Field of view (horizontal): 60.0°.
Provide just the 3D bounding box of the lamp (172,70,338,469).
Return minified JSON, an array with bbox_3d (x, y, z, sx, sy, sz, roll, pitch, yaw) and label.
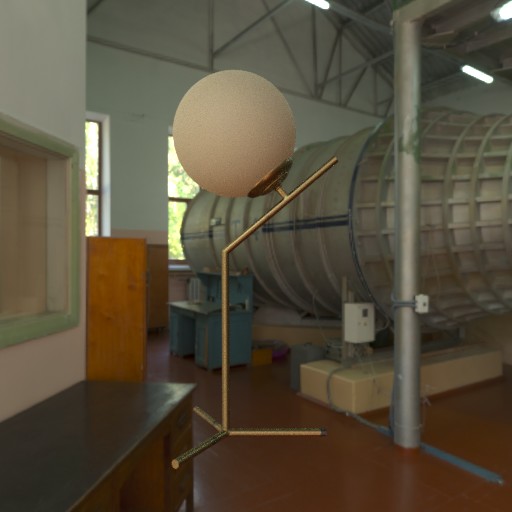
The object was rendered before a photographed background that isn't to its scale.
[{"bbox_3d":[0.000,0.000,0.676,0.251,0.552,0.210,0,0,0],"label":"lamp"}]
